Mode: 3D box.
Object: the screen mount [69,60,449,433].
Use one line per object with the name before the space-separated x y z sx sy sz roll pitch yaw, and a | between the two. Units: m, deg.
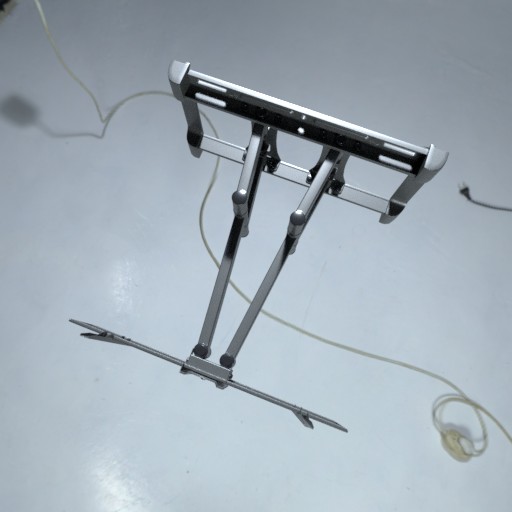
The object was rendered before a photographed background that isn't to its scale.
screen mount | 0.000 0.000 1.117 0.661 0.491 0.644 20 77 5
